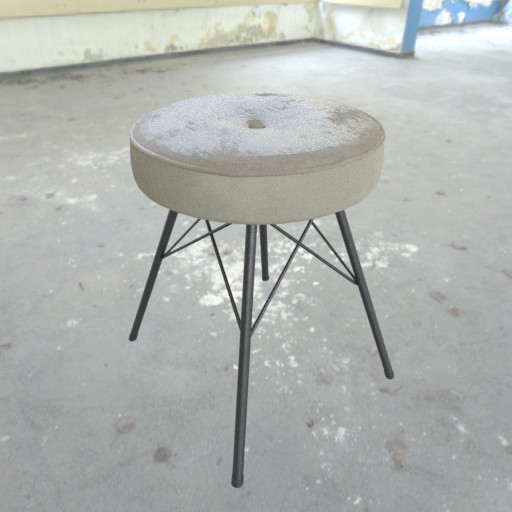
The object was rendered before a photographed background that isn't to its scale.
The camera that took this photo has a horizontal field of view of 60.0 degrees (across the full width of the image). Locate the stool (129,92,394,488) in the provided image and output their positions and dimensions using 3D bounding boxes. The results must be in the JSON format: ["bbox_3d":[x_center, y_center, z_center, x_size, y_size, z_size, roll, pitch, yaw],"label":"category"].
[{"bbox_3d":[0.000,0.000,0.857,0.423,0.538,0.457,-22,39,-30],"label":"stool"}]
